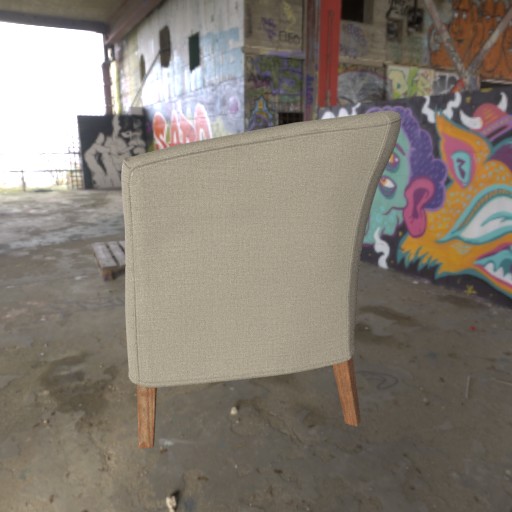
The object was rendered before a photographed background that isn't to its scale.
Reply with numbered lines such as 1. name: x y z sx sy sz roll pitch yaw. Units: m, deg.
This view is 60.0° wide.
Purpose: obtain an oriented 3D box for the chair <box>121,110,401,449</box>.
1. chair: 0.000 0.000 1.252 0.668 0.771 0.600 -2 14 -8
